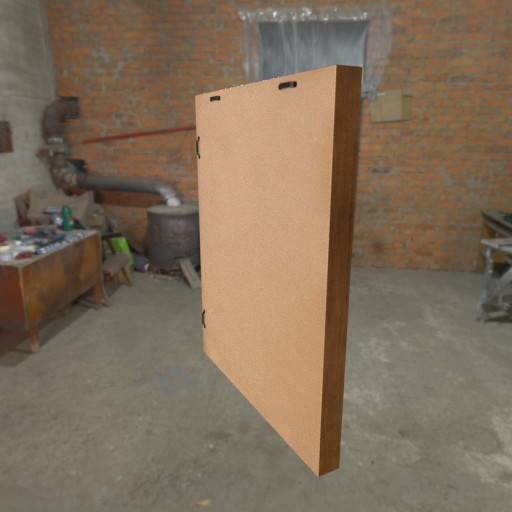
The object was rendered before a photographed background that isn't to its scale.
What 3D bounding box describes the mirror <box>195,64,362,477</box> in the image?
[{"bbox_3d":[0.000,0.000,0.702,0.041,0.509,0.406,-8,17,-27],"label":"mirror"}]
